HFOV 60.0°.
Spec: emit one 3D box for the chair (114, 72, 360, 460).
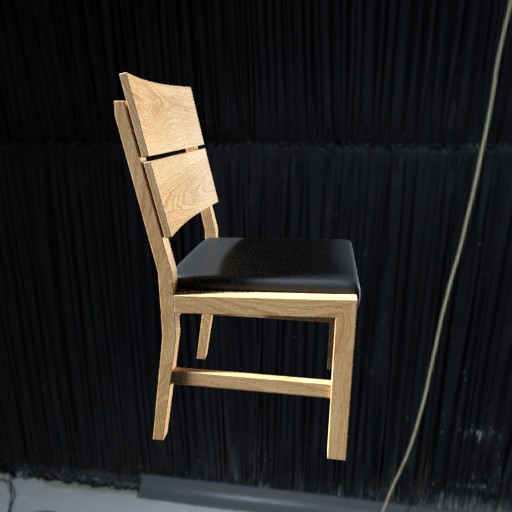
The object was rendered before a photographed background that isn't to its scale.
[{"bbox_3d":[0.000,0.000,1.283,0.569,0.950,0.475,3,17,8],"label":"chair"}]
